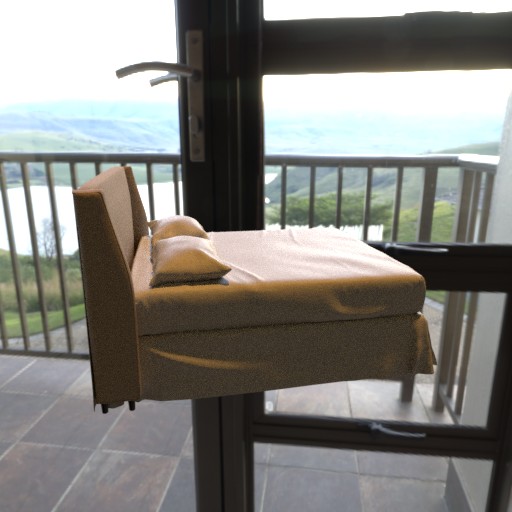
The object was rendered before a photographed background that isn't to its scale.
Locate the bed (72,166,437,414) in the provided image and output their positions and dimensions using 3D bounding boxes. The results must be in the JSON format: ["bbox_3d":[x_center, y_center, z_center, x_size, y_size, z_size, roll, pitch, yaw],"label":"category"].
[{"bbox_3d":[0.000,0.000,3.495,2.276,1.332,1.925,-3,15,-10],"label":"bed"}]
